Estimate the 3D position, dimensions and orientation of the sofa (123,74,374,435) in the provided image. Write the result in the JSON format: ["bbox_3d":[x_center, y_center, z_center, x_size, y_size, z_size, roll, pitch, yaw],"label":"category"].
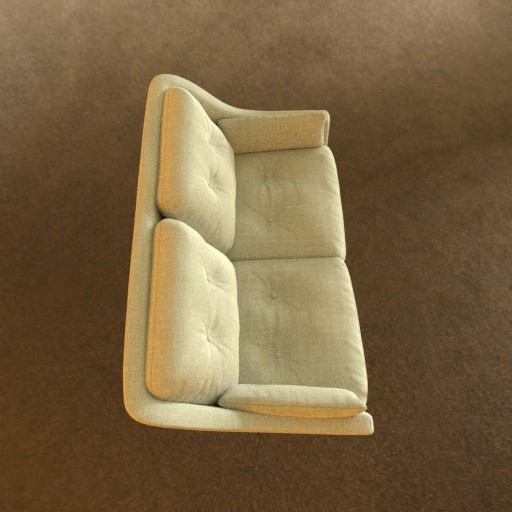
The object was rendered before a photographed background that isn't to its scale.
[{"bbox_3d":[0.000,0.000,2.146,0.965,0.888,1.652,-2,64,-1],"label":"sofa"}]
